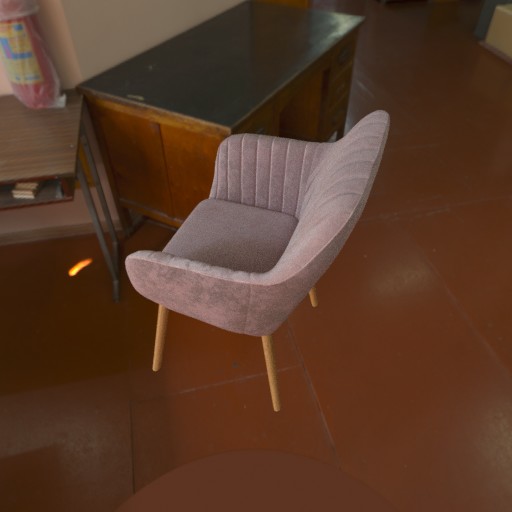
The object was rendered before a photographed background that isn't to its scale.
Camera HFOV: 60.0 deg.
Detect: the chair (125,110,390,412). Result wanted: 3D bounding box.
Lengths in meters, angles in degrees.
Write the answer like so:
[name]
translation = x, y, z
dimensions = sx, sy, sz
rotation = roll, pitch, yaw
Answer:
[chair]
translation = 0.000, 0.000, 1.293
dimensions = 0.570, 0.832, 0.610
rotation = 15, 47, 14
